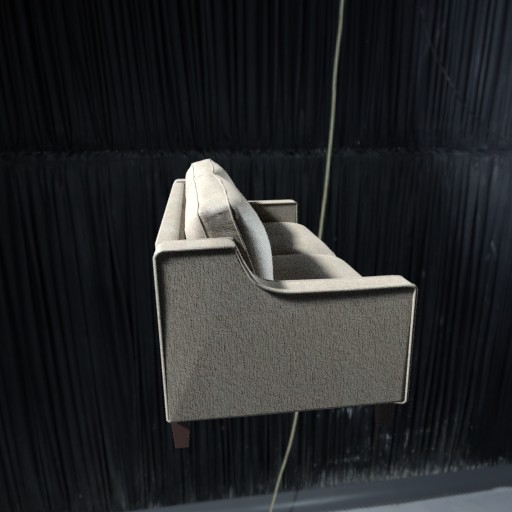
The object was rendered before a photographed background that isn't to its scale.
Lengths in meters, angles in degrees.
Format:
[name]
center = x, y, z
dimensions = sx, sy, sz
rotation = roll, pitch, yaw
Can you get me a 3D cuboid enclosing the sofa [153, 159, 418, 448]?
[sofa]
center = 0.000, 0.000, 2.787
dimensions = 1.073, 1.074, 2.181
rotation = -2, 17, -8
